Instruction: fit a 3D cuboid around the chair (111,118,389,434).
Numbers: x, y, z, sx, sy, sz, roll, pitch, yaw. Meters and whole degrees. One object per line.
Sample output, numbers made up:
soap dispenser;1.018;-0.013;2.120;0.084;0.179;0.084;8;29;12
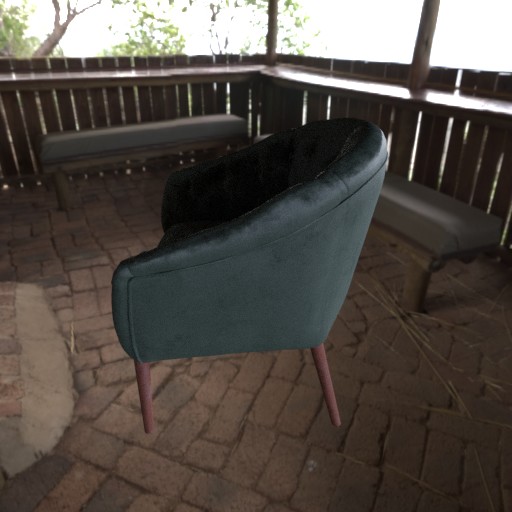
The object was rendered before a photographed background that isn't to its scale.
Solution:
chair;0.000;0.000;1.513;0.776;0.885;0.851;0;27;0
